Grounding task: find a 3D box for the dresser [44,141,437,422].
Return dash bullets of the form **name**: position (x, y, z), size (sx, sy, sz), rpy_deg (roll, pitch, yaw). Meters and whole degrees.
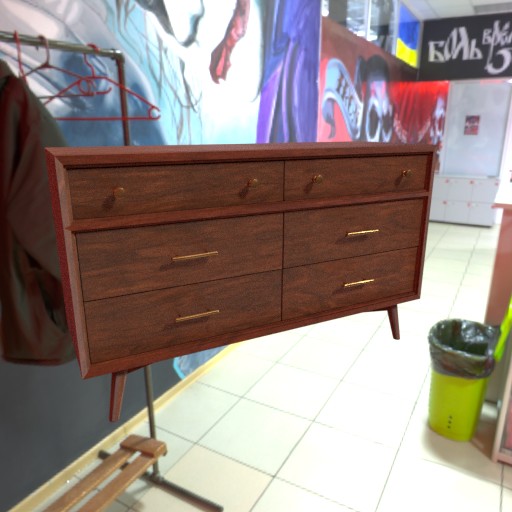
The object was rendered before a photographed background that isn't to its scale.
- **dresser**: position (0.000, 0.000, 1.847), size (1.472, 0.889, 0.500), rpy_deg (-8, 18, -26)
